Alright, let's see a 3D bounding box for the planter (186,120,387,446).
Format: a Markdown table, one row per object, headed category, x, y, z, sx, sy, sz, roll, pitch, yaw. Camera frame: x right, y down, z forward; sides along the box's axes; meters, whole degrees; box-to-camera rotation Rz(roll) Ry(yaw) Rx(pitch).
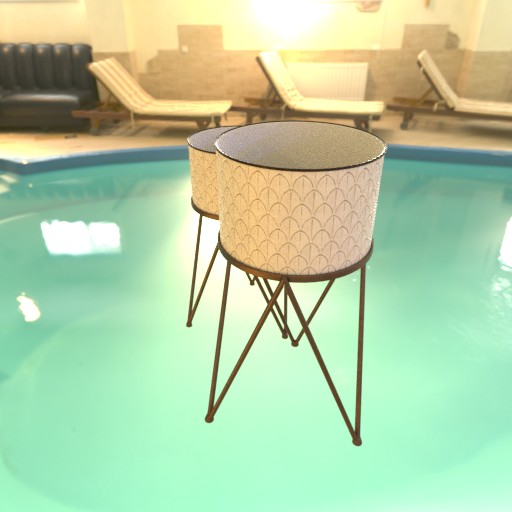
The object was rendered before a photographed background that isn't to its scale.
| category | x | y | z | sx | sy | sz | roll | pitch | yaw |
| --- | --- | --- | --- | --- | --- | --- | --- | --- | --- |
| planter | 0.000 | 0.000 | 1.184 | 0.413 | 0.712 | 0.769 | -10 | 32 | -17 |
